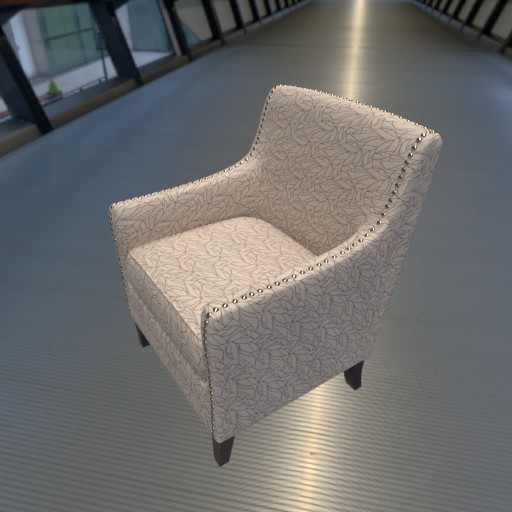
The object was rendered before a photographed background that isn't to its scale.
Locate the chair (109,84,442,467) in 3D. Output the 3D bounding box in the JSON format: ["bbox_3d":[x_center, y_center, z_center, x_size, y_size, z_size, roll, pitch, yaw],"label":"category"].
[{"bbox_3d":[0.000,0.000,1.300,0.651,0.816,0.623,-20,38,-28],"label":"chair"}]
